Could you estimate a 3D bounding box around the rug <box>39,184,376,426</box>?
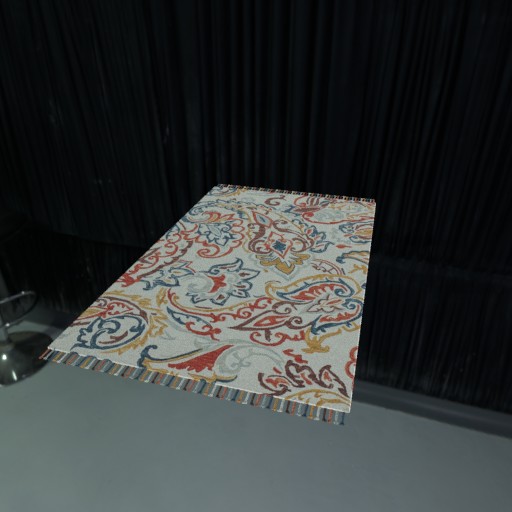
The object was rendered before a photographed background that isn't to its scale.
[{"bbox_3d":[0.000,0.000,3.102,1.523,0.010,2.584,8,30,14],"label":"rug"}]
